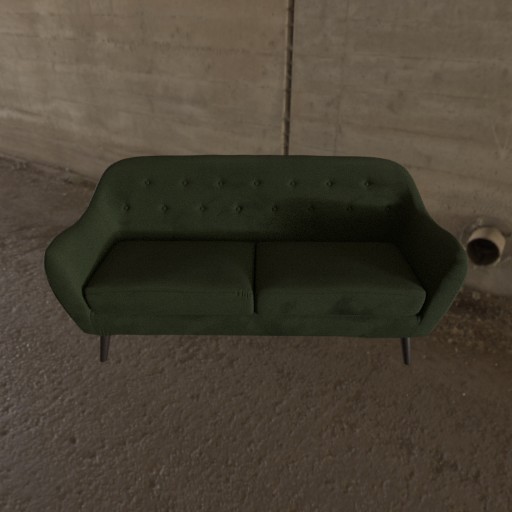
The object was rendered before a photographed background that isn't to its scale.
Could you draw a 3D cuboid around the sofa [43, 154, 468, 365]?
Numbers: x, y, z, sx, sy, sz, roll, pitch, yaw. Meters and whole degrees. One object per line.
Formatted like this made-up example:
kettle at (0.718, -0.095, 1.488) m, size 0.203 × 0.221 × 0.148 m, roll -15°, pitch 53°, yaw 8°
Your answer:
sofa at (0.000, 0.000, 2.291) m, size 1.840 × 0.836 × 0.820 m, roll 0°, pitch 30°, yaw 1°
